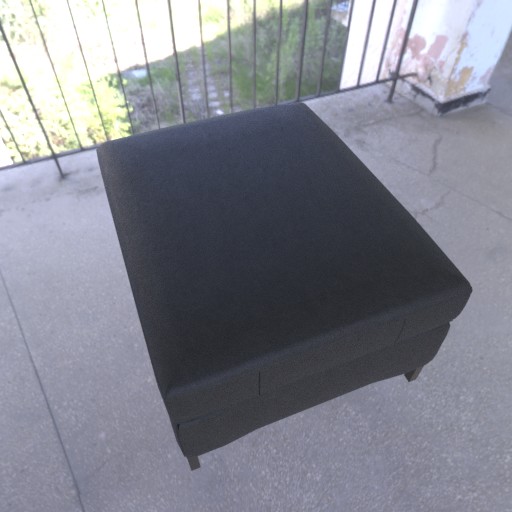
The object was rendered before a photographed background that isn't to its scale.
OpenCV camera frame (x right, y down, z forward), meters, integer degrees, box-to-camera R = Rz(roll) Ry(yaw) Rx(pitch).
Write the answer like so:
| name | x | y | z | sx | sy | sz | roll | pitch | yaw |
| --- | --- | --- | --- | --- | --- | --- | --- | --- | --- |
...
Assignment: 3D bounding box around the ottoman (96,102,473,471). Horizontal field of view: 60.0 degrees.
| name | x | y | z | sx | sy | sz | roll | pitch | yaw |
| --- | --- | --- | --- | --- | --- | --- | --- | --- | --- |
| ottoman | 0.000 | 0.000 | 1.759 | 0.967 | 0.696 | 1.187 | -16 | 50 | -14 |
